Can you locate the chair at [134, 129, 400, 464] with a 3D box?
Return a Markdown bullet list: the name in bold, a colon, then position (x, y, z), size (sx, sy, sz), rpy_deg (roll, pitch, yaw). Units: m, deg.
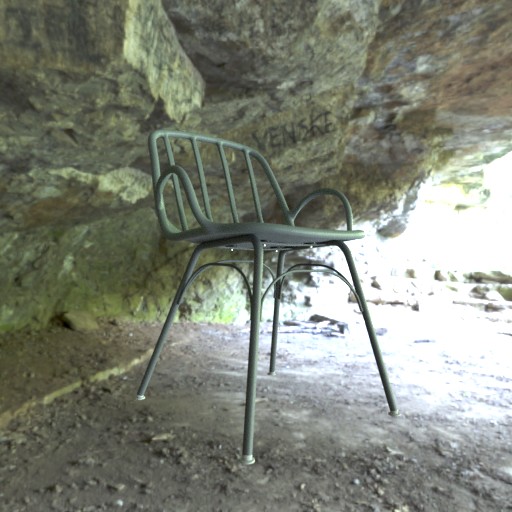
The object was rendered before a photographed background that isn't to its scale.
- **chair**: position (0.000, 0.000, 1.235), size (0.549, 0.816, 0.597), rpy_deg (1, -2, -36)
